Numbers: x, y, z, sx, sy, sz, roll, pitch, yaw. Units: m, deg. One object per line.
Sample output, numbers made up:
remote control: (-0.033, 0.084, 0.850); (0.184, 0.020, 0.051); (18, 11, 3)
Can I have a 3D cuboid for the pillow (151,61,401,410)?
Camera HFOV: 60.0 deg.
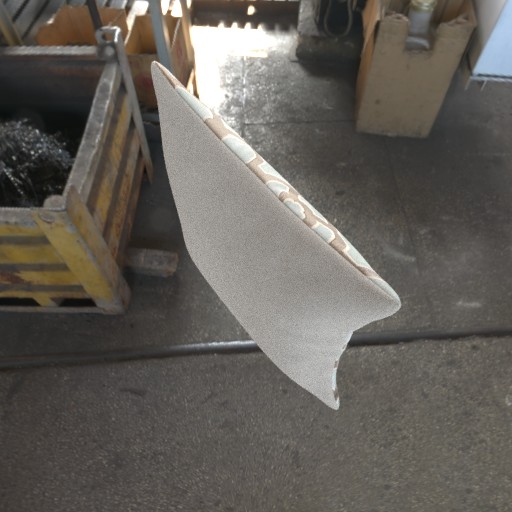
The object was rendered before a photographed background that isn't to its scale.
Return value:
pillow: (0.000, 0.000, 0.823); (0.166, 0.508, 0.552); (-32, 63, -19)
